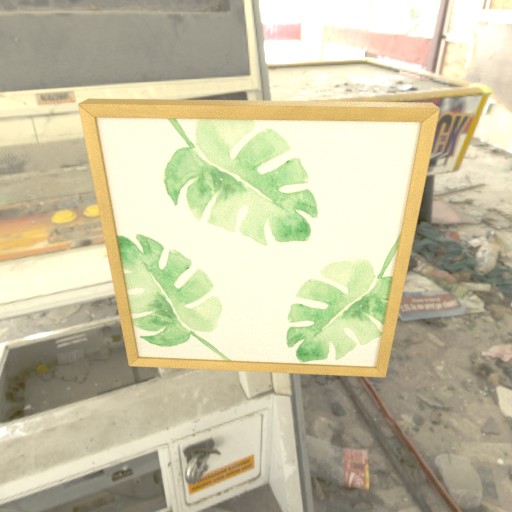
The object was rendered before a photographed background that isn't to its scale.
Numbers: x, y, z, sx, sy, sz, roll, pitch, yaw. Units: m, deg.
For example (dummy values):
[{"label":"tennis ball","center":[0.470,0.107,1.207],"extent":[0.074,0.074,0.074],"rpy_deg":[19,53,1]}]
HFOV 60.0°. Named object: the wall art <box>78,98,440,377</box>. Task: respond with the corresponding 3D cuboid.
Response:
[{"label":"wall art","center":[0.000,0.000,0.764],"extent":[0.508,0.508,0.038],"rpy_deg":[2,30,3]}]
